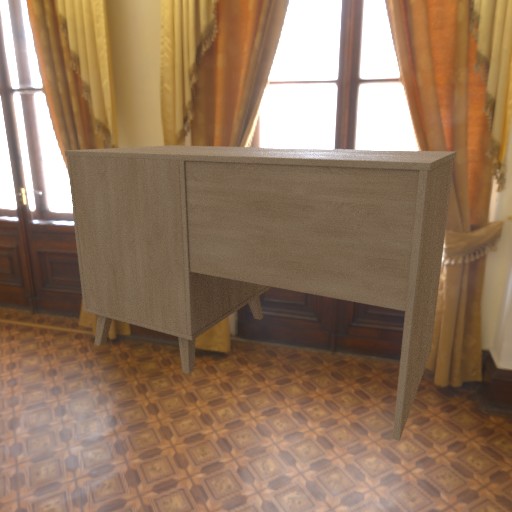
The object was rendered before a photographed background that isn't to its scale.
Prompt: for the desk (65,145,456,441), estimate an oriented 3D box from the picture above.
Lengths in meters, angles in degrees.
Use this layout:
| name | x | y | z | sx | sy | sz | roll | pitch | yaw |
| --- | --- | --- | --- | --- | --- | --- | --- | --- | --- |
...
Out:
| name | x | y | z | sx | sy | sz | roll | pitch | yaw |
| --- | --- | --- | --- | --- | --- | --- | --- | --- | --- |
| desk | 0.000 | 0.000 | 1.672 | 1.251 | 0.770 | 0.600 | 9 | 18 | 27 |
